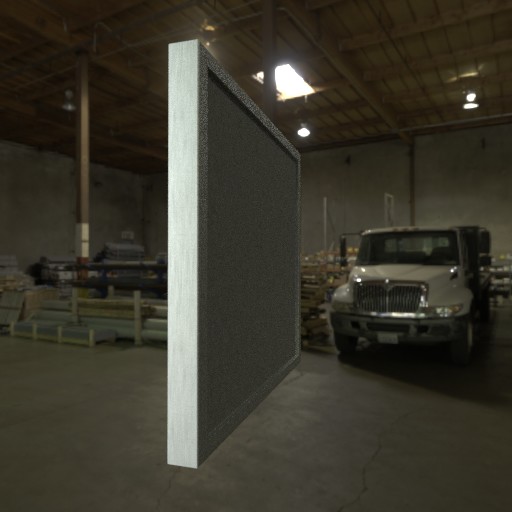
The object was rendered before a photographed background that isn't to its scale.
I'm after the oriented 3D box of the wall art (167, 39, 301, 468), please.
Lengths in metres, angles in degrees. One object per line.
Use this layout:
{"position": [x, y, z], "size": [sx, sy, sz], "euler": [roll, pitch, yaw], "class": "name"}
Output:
{"position": [0.000, 0.000, 0.525], "size": [0.028, 0.330, 0.380], "euler": [0, -1, 18], "class": "wall art"}
